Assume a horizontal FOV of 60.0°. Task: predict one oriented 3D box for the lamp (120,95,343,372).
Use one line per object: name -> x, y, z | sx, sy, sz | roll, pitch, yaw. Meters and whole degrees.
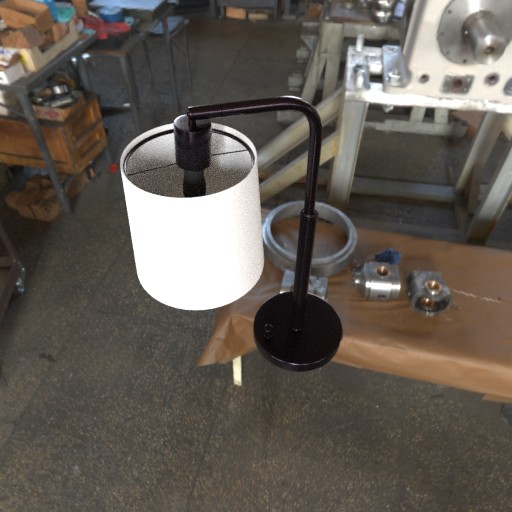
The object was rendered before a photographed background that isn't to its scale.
lamp -> 0.000, 0.000, 0.642 | 0.333, 0.489, 0.171 | -16, 48, -15
